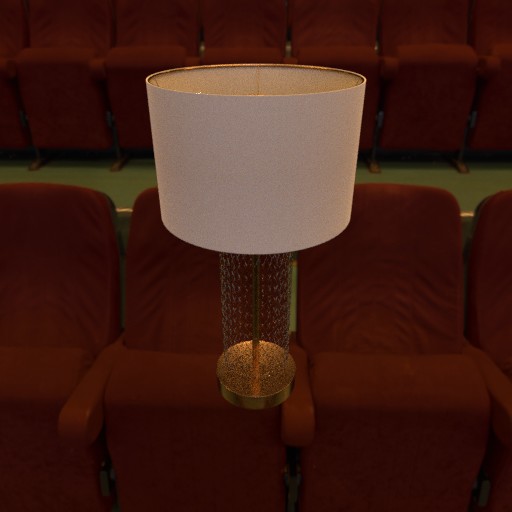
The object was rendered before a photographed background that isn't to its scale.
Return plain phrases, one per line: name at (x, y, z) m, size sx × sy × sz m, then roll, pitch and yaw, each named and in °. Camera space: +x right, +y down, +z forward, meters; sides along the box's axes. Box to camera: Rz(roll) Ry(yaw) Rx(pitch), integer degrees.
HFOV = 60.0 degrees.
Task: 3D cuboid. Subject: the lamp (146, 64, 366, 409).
lamp at (0.000, 0.000, 0.637) m, size 0.252 × 0.483 × 0.252 m, roll 1°, pitch 30°, yaw 2°
